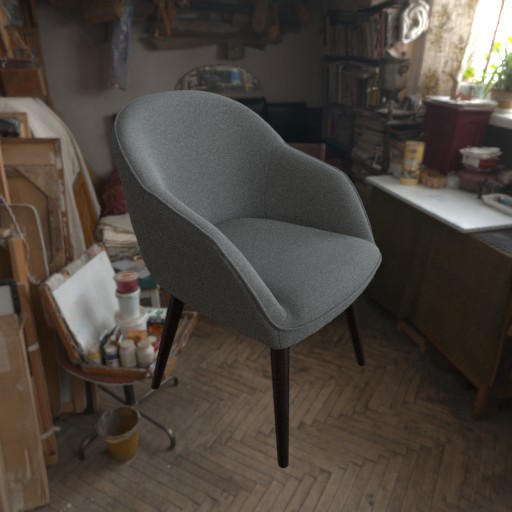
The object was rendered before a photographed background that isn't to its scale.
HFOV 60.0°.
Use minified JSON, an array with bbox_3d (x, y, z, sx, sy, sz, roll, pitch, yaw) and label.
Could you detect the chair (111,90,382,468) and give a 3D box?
[{"bbox_3d":[0.000,0.000,1.210,0.611,0.810,0.589,18,31,32],"label":"chair"}]
